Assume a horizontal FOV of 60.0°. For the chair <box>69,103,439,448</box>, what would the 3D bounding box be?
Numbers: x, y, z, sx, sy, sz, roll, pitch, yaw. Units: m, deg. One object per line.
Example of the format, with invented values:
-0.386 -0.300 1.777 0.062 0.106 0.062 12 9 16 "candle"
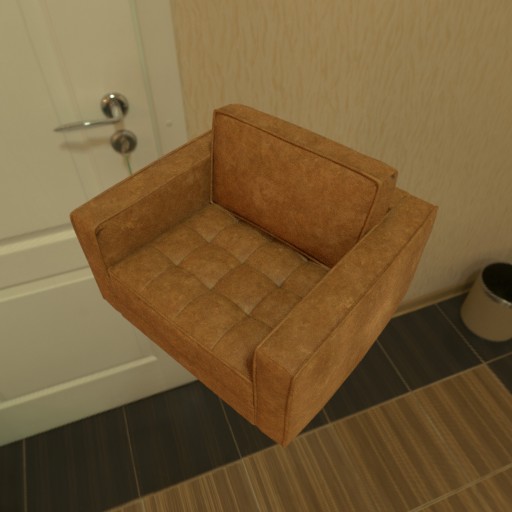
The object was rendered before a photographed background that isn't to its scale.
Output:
0.000 0.000 1.537 0.928 0.767 0.798 31 54 26 "chair"
